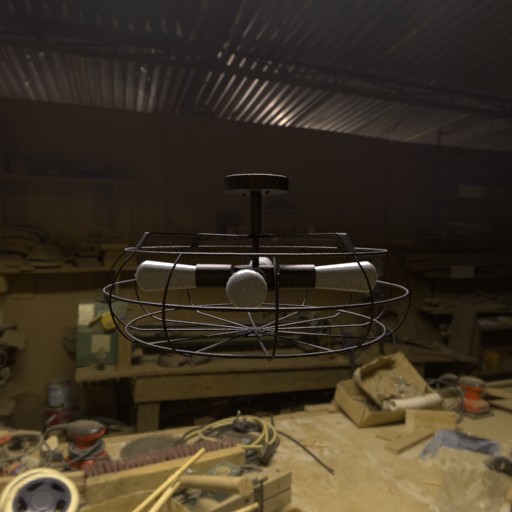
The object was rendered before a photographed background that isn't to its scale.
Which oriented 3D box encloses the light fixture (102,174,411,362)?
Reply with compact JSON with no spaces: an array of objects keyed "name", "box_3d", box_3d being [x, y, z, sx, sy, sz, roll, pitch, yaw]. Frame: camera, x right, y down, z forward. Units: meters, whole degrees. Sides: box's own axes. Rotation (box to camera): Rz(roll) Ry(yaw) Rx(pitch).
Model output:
[{"name":"light fixture","box_3d":[0.000,0.000,0.888,0.582,0.311,0.582,0,1,0]}]
